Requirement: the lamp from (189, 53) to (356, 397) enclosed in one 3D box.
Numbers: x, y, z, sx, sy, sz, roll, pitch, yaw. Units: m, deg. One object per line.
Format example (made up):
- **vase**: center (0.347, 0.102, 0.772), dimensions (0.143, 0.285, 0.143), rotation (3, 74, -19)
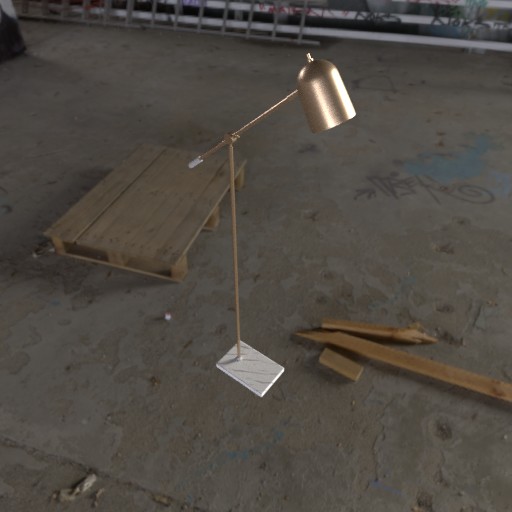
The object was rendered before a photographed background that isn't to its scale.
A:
- **lamp**: center (0.000, 0.000, 1.767), dimensions (0.653, 1.594, 0.194), rotation (27, 48, 28)
